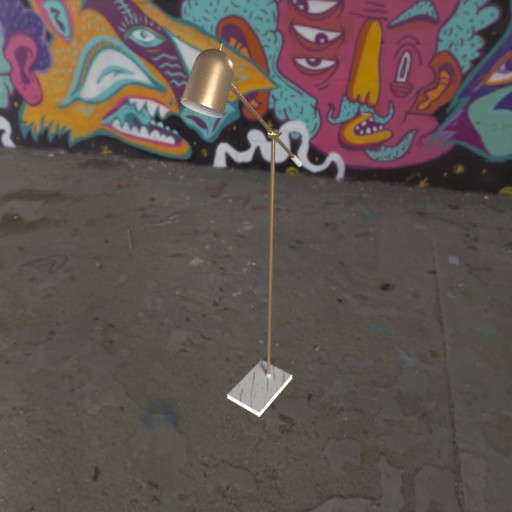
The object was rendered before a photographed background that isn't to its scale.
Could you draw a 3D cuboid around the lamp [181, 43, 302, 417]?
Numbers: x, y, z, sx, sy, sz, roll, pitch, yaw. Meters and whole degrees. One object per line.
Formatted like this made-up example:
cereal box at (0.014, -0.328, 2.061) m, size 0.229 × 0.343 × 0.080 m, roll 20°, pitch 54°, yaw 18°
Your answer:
lamp at (0.000, 0.000, 1.804) m, size 0.194 × 1.594 × 0.653 m, roll 20°, pitch 36°, yaw 30°
